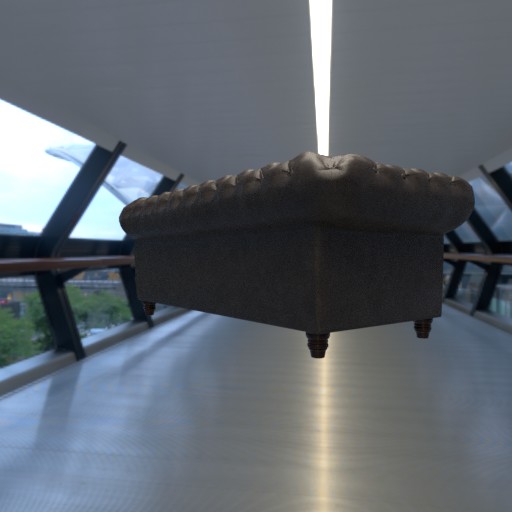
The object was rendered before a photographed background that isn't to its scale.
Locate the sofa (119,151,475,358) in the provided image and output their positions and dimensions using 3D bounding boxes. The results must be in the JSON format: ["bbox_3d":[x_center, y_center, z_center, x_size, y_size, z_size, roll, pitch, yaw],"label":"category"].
[{"bbox_3d":[0.000,0.000,2.498,0.944,0.779,2.048,0,0,-37],"label":"sofa"}]
